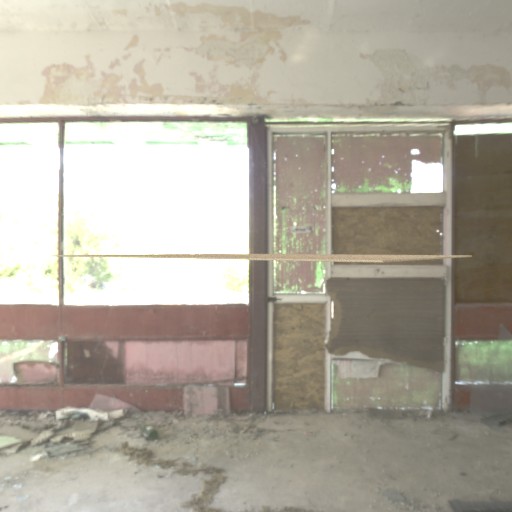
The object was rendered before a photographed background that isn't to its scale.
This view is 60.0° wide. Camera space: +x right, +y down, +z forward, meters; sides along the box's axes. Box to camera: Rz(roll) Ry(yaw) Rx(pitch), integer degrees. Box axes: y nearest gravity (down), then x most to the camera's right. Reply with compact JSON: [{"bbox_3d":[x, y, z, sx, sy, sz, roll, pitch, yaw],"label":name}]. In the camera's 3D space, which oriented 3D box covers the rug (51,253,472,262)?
[{"bbox_3d":[0.000,0.000,2.309,1.828,0.007,1.220,1,1,37],"label":"rug"}]
